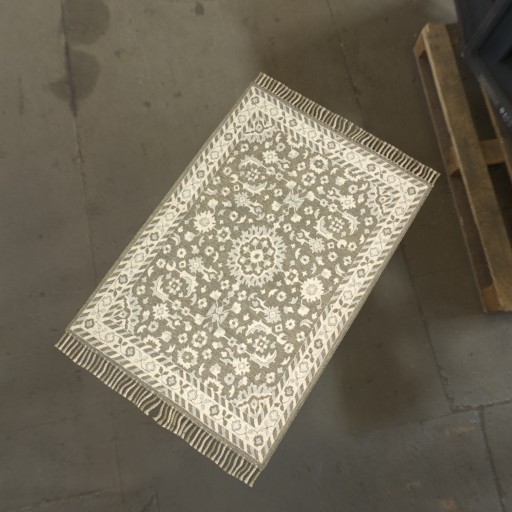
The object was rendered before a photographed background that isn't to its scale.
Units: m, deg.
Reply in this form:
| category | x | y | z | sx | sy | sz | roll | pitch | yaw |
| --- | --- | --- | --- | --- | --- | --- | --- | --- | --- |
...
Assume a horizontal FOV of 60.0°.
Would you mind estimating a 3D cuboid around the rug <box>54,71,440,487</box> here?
| category | x | y | z | sx | sy | sz | roll | pitch | yaw |
| --- | --- | --- | --- | --- | --- | --- | --- | --- | --- |
| rug | 0.000 | 0.000 | 2.979 | 1.530 | 0.025 | 2.431 | 32 | 78 | 8 |
